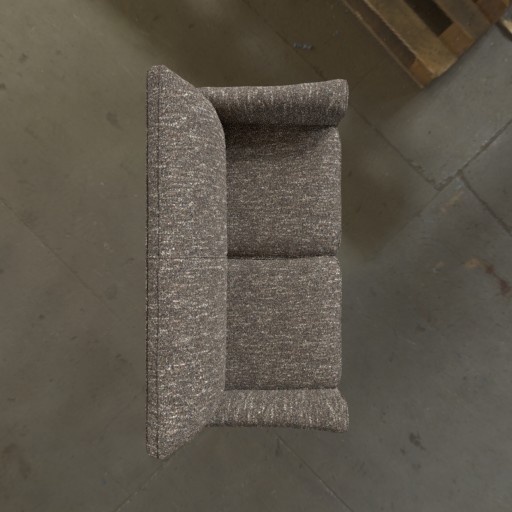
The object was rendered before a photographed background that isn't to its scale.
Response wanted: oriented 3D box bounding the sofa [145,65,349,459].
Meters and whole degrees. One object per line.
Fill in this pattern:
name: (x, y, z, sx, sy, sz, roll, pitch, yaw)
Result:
sofa: (0.000, 0.000, 2.051, 0.801, 0.946, 1.519, 0, 90, 1)
